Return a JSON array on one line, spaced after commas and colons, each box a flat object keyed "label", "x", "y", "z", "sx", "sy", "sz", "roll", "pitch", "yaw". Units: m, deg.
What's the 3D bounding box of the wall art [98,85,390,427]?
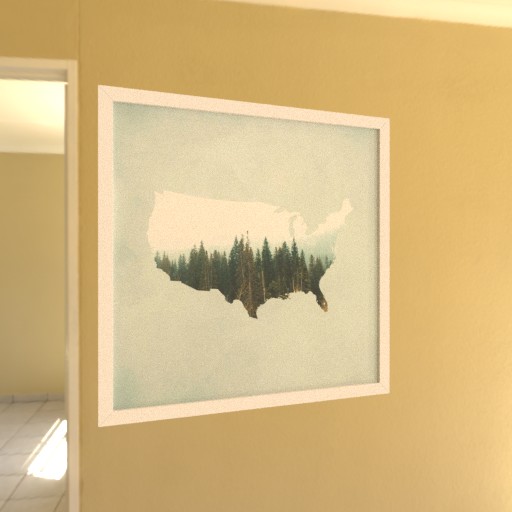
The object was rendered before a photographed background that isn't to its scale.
[{"label": "wall art", "x": 0.000, "y": 0.000, "z": 0.454, "sx": 0.304, "sy": 0.304, "sz": 0.024, "roll": 0, "pitch": 0, "yaw": -19}]
